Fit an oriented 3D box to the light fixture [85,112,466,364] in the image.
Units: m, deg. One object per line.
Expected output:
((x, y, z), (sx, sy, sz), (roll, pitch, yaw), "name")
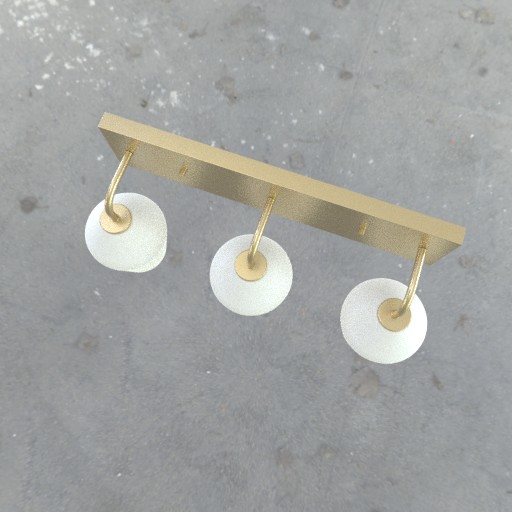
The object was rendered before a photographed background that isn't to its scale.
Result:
((0.000, 0.000, 0.731), (0.609, 0.280, 0.190), (19, 75, 5), "light fixture")
